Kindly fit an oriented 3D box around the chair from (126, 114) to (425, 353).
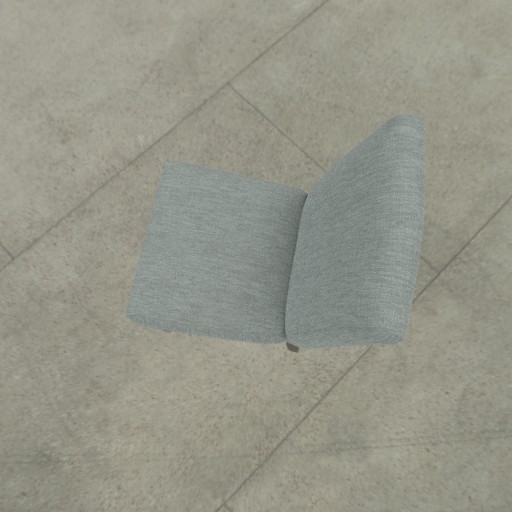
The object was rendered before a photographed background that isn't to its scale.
[{"bbox_3d":[0.000,0.000,1.233,0.629,0.884,0.487,10,75,3],"label":"chair"}]
